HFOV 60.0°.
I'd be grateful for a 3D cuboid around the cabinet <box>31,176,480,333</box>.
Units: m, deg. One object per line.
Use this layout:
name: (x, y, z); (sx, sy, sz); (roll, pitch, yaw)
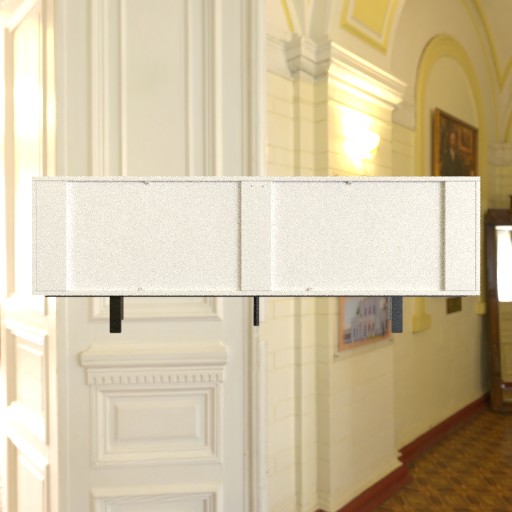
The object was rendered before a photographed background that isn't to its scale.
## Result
cabinet: (0.000, 0.000, 1.696); (1.499, 0.533, 0.431); (0, 0, 0)
